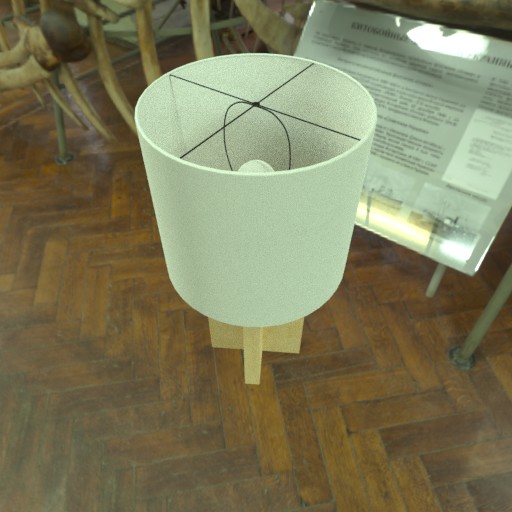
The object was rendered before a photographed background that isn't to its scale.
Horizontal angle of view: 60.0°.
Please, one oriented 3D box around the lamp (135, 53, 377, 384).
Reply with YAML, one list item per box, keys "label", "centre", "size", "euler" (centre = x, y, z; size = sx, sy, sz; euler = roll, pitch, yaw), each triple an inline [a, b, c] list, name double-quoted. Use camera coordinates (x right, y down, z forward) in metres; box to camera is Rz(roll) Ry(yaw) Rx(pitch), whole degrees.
- label: "lamp"
  centre: [0.000, 0.000, 0.579]
  size: [0.229, 0.428, 0.229]
  euler: [3, 47, 3]
